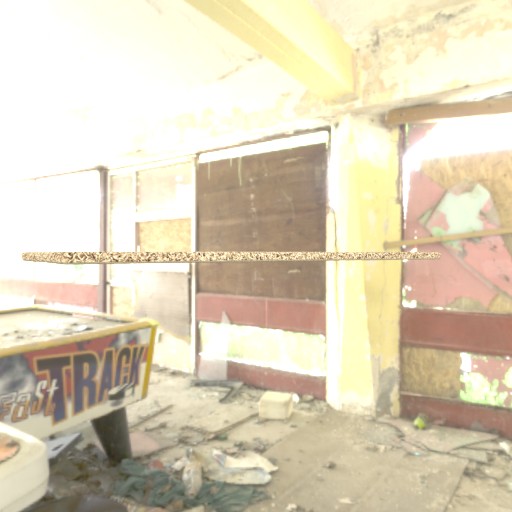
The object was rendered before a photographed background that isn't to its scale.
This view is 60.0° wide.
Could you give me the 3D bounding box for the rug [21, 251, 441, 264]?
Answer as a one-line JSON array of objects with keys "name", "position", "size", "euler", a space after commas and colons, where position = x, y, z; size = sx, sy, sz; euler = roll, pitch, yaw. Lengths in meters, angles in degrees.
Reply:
[{"name": "rug", "position": [0.000, 0.000, 1.696], "size": [1.524, 0.030, 0.609], "euler": [0, 0, -36]}]
